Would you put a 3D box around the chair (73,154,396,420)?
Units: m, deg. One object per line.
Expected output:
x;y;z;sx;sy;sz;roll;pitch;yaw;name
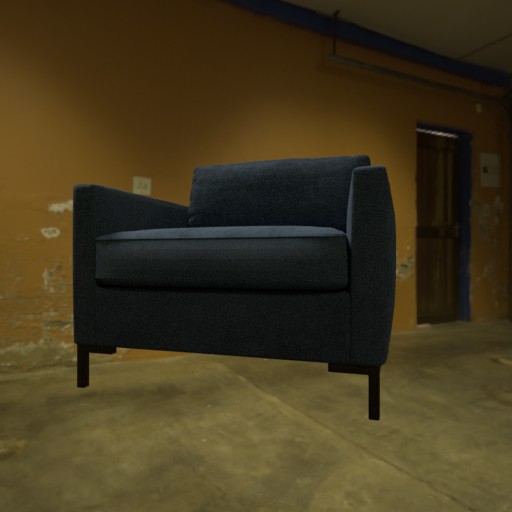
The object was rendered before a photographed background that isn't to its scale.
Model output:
0.000;0.000;1.608;0.964;0.812;0.875;0;0;18;chair
